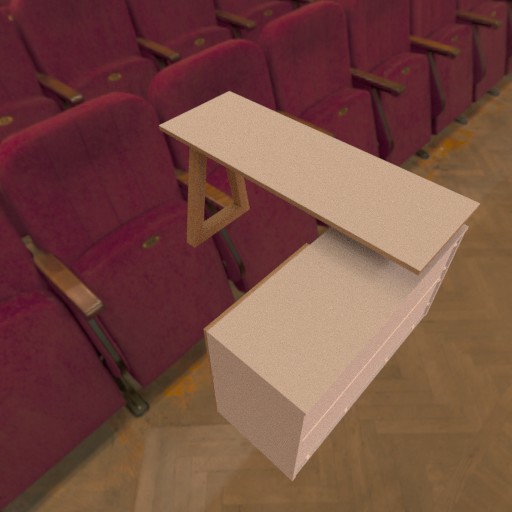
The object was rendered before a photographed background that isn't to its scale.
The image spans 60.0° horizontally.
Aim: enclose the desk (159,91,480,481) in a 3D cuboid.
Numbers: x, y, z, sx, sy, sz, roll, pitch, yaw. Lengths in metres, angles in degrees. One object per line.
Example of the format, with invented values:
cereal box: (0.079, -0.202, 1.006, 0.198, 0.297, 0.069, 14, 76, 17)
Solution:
desk: (0.000, 0.000, 2.077, 1.404, 0.755, 1.098, 34, 55, 28)
